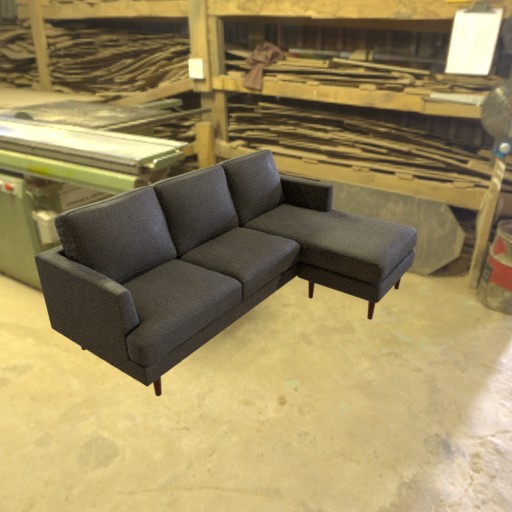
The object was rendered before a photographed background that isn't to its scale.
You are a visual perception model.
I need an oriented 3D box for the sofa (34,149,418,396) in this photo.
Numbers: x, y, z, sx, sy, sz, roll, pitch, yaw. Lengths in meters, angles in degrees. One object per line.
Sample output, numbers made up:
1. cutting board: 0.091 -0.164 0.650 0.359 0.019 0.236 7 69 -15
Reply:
1. sofa: 0.000 0.000 2.994 1.504 0.956 2.233 18 31 32
